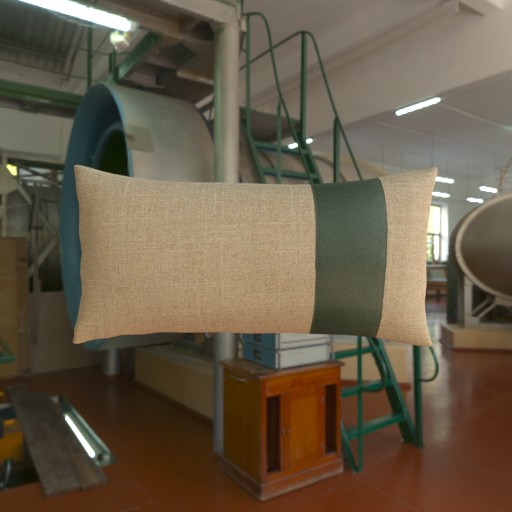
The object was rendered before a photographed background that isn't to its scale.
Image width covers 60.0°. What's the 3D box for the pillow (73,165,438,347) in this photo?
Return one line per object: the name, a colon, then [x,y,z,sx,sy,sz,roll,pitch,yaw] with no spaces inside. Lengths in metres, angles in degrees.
pillow: [0.000,0.000,1.042,0.859,0.429,0.197,0,0,0]
